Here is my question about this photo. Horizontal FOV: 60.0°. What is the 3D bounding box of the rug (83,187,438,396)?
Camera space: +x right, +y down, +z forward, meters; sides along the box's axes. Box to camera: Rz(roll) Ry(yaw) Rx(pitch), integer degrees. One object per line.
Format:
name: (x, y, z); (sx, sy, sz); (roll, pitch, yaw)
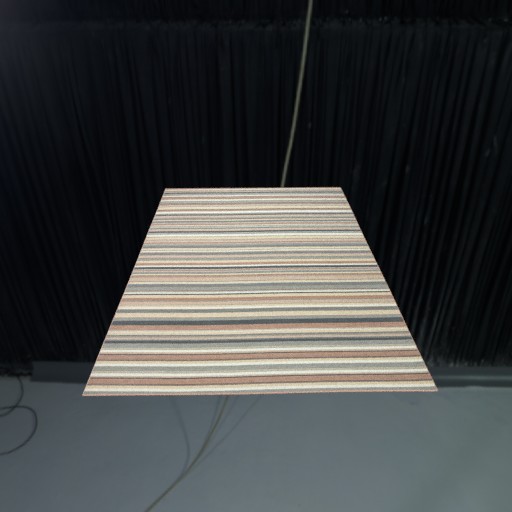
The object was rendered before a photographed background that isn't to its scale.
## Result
rug: (0.000, 0.000, 2.299); (1.219, 0.008, 1.829); (-1, 31, -1)
